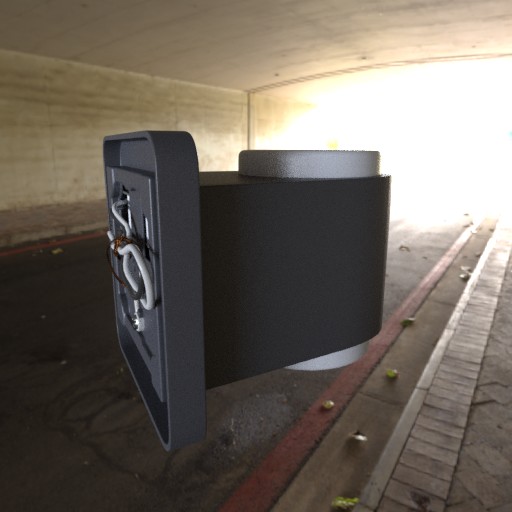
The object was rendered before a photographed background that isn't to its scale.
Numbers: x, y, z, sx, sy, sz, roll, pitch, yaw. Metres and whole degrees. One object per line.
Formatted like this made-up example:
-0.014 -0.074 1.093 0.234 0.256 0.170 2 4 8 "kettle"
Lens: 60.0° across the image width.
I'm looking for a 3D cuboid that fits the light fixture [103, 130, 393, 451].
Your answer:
0.000 0.000 0.207 0.132 0.109 0.109 -7 15 -25 "light fixture"
